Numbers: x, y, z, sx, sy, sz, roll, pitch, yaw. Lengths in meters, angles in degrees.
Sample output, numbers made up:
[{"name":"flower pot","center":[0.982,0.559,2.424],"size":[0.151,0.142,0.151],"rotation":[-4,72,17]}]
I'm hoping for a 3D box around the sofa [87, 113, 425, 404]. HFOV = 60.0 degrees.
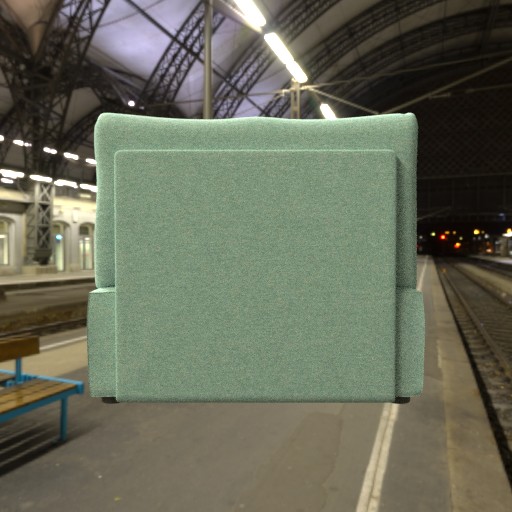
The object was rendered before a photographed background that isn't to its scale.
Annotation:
[{"name":"sofa","center":[0.000,0.000,1.696],"size":[0.930,0.820,1.000],"rotation":[0,1,0]}]
